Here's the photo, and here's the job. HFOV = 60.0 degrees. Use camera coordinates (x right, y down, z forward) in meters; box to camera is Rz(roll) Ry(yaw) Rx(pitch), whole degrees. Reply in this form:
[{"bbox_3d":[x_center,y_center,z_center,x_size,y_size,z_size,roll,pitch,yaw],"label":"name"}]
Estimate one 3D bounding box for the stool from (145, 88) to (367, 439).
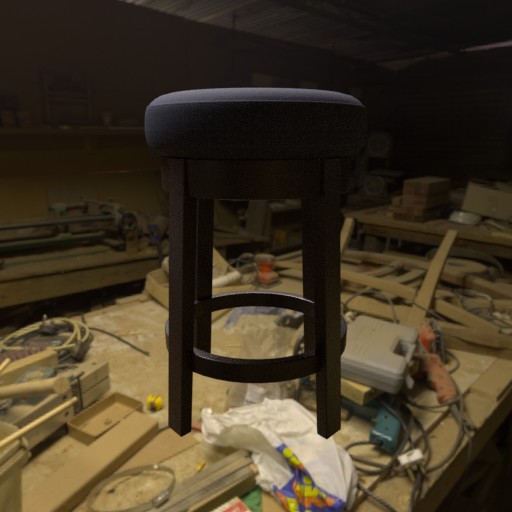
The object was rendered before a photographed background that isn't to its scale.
[{"bbox_3d":[0.000,0.000,0.950,0.449,0.655,0.449,0,15,0],"label":"stool"}]
